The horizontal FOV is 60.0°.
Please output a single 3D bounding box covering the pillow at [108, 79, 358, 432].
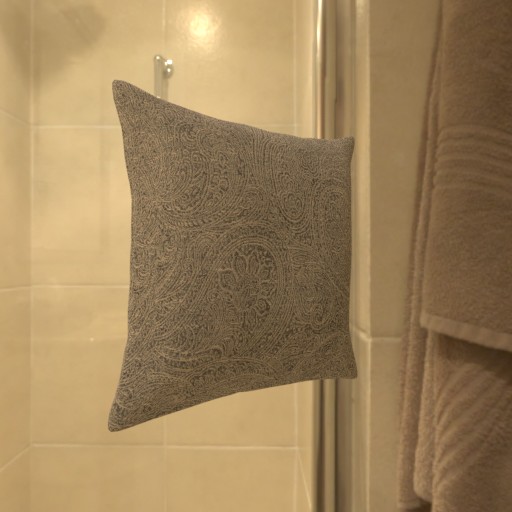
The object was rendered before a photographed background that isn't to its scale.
[{"bbox_3d":[0.000,0.000,0.784,0.523,0.510,0.166,0,-1,-36],"label":"pillow"}]
